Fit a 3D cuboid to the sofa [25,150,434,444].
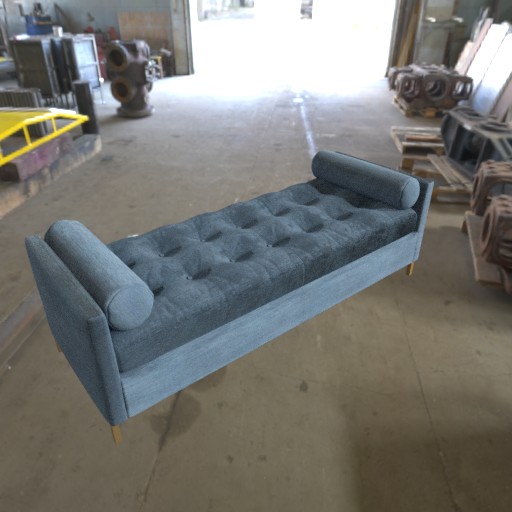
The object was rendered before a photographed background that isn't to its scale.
[{"bbox_3d":[0.000,0.000,2.444,2.102,0.705,0.796,-22,37,-33],"label":"sofa"}]
